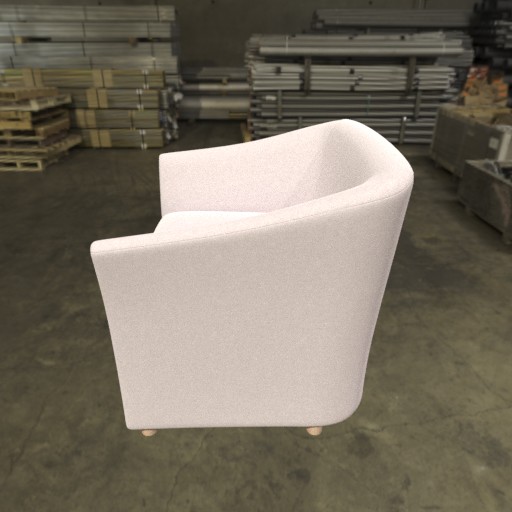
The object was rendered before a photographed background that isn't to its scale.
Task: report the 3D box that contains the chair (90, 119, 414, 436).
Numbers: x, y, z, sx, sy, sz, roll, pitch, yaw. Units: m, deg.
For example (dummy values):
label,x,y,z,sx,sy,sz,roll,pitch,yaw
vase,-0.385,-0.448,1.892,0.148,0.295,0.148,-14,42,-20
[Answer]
label,x,y,z,sx,sy,sz,roll,pitch,yaw
chair,0.000,0.000,1.342,0.700,0.720,0.790,0,27,0
